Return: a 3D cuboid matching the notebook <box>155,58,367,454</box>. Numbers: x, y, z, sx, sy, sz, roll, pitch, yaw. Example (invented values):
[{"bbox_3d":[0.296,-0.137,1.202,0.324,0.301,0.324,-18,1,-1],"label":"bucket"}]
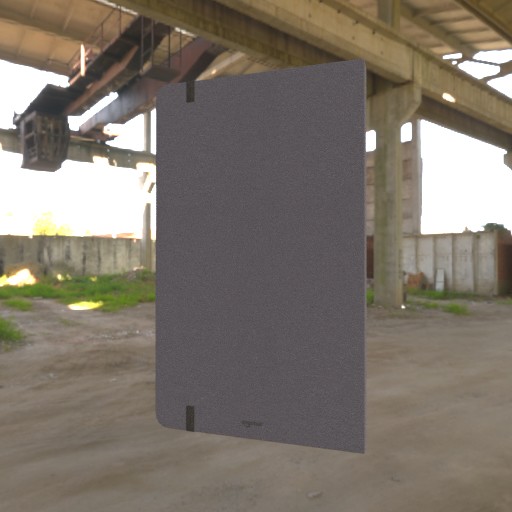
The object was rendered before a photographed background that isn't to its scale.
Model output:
[{"bbox_3d":[0.000,0.000,0.264,0.127,0.213,0.016,0,0,18],"label":"notebook"}]
